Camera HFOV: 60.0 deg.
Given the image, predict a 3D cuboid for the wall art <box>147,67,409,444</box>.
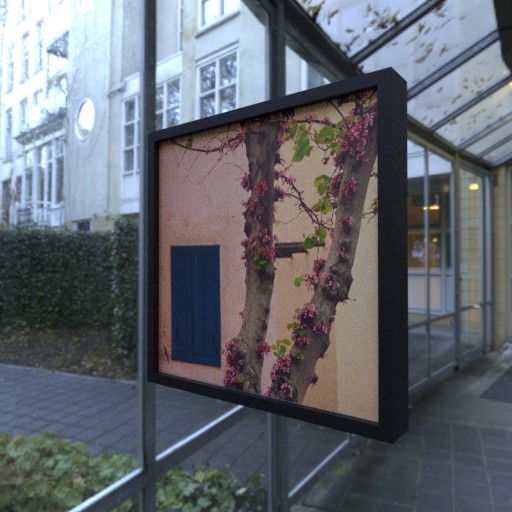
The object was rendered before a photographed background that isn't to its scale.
[{"bbox_3d":[0.000,0.000,0.464,0.305,0.304,0.038,-1,-1,37],"label":"wall art"}]
